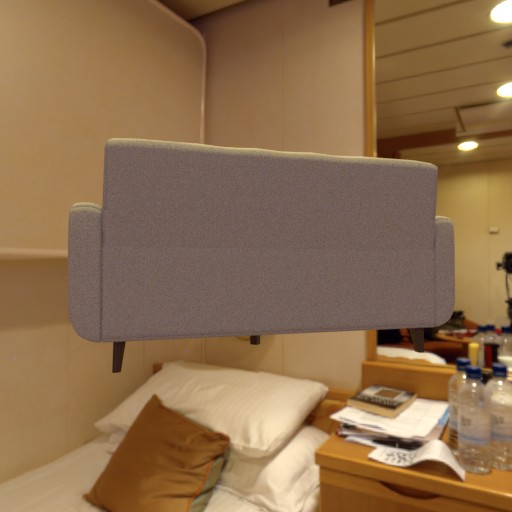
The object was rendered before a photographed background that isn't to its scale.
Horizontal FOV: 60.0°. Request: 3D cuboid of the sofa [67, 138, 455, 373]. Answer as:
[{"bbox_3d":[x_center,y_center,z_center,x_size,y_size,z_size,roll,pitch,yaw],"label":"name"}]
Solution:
[{"bbox_3d":[0.000,0.000,2.218,1.655,0.892,0.980,0,-1,-17],"label":"sofa"}]
